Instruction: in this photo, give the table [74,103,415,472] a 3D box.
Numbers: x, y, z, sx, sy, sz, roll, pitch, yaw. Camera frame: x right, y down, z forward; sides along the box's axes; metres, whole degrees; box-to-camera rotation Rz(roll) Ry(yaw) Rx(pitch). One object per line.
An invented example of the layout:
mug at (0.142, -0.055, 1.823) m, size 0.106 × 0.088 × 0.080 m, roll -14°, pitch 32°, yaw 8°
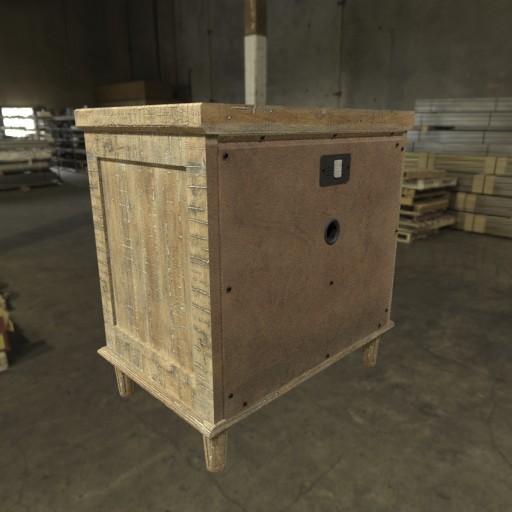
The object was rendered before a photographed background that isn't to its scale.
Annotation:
table at (0.000, 0.000, 1.138) m, size 0.686 × 0.711 × 0.457 m, roll -16°, pitch 23°, yaw -42°
